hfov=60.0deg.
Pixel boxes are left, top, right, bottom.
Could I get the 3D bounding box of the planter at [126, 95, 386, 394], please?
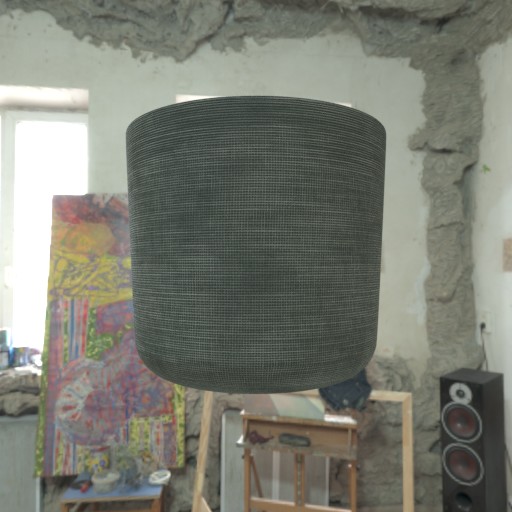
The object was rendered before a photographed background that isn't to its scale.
[{"bbox_3d":[0.000,0.000,0.776,0.440,0.398,0.440,0,-1,0],"label":"planter"}]
